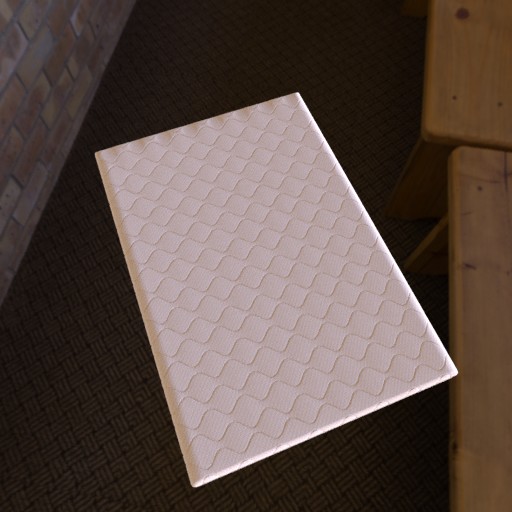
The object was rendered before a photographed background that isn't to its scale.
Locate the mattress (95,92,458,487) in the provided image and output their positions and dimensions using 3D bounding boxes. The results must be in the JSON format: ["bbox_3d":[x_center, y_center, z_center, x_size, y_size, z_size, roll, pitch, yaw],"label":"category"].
[{"bbox_3d":[0.000,0.000,2.549,1.400,0.200,2.000,-19,67,-9],"label":"mattress"}]
